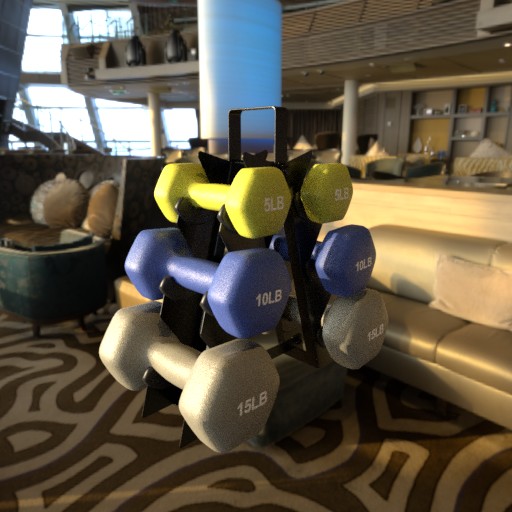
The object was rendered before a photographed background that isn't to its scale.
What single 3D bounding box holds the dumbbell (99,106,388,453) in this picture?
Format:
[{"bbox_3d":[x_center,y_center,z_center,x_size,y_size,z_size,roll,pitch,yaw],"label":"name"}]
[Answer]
[{"bbox_3d":[0.000,0.000,0.671,0.261,0.426,0.416,14,20,43],"label":"dumbbell"}]
